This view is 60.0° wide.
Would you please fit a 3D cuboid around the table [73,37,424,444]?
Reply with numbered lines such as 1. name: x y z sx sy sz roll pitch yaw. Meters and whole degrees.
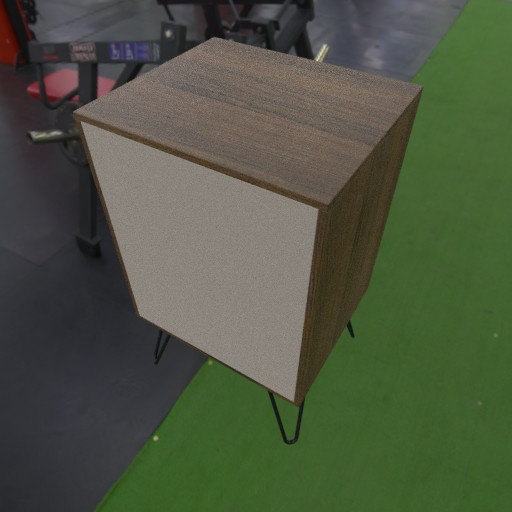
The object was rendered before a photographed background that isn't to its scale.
1. table: 0.000 0.000 1.164 0.526 0.866 0.457 24 50 22
